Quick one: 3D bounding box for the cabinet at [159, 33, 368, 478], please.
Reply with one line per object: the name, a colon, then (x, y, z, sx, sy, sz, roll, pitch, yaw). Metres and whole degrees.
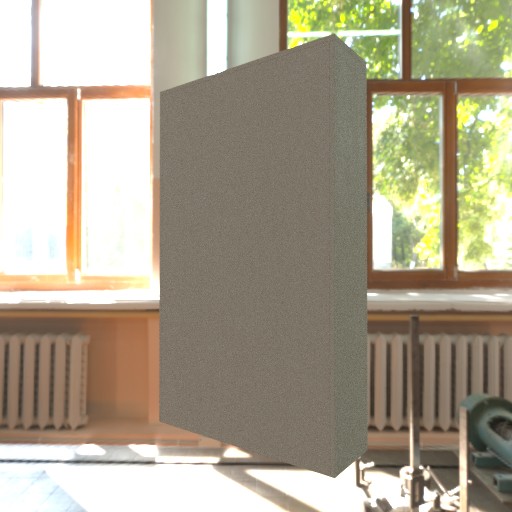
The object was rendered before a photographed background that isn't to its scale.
cabinet: (0.000, 0.000, 1.598, 0.750, 1.280, 0.250, 0, -1, 37)
